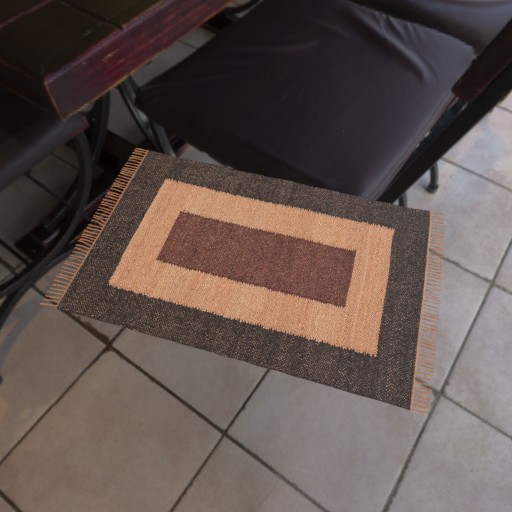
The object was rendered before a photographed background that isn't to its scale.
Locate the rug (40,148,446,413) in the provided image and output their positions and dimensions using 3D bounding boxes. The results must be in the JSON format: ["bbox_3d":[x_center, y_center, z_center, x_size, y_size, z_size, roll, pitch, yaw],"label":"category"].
[{"bbox_3d":[0.000,0.000,1.885,1.541,0.013,0.920,14,59,9],"label":"rug"}]
